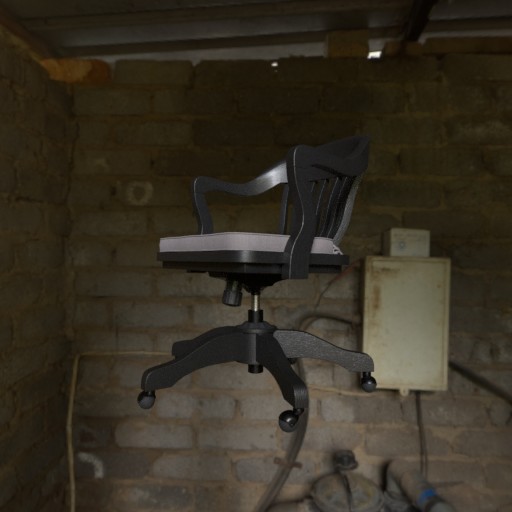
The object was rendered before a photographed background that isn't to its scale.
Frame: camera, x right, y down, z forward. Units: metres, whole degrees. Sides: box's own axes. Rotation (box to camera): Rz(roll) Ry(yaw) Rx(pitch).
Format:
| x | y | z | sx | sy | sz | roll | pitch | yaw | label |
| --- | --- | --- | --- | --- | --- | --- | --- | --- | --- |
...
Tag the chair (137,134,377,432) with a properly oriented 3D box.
| x | y | z | sx | sy | sz | roll | pitch | yaw | label |
| --- | --- | --- | --- | --- | --- | --- | --- | --- | --- |
| 0.000 | 0.000 | 1.466 | 0.788 | 0.878 | 0.750 | 0 | 0 | -35 | chair |
